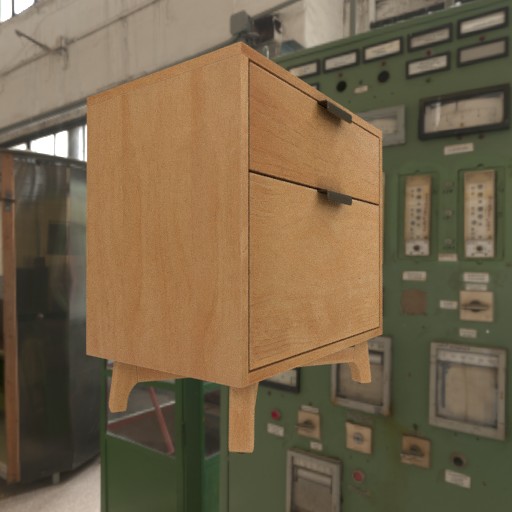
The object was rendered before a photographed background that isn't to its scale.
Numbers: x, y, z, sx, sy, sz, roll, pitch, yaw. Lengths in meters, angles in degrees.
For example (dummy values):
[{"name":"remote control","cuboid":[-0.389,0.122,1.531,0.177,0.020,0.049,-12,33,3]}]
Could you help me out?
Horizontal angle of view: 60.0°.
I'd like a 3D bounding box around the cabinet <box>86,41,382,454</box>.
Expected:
[{"name":"cabinet","cuboid":[0.000,0.000,0.946,0.394,0.599,0.551,0,0,36]}]
